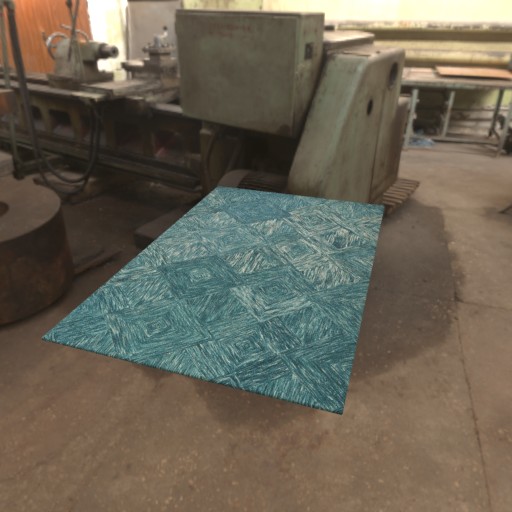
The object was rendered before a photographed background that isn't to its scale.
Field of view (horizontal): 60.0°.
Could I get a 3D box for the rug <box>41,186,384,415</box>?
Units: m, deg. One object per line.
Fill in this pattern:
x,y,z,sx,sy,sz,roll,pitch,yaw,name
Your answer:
0.000,0.000,2.935,1.490,0.015,2.277,9,30,16,rug
